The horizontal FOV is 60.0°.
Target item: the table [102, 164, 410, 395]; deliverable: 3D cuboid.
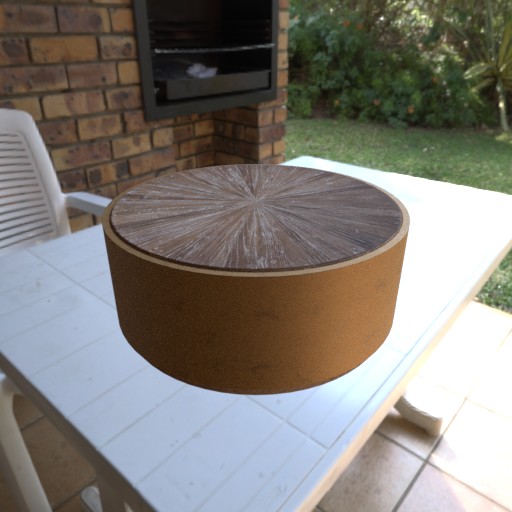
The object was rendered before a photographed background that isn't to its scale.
[{"bbox_3d":[0.000,0.000,1.594,1.001,0.409,1.001,0,27,0],"label":"table"}]
